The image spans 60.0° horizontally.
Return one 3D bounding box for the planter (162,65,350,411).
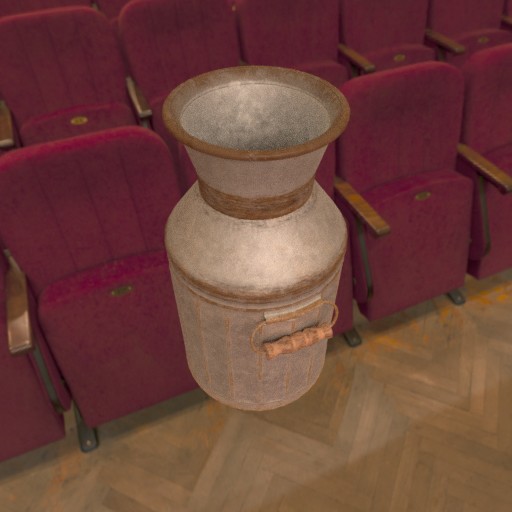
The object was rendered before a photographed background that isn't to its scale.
[{"bbox_3d":[0.000,0.000,0.543,0.214,0.396,0.245,-17,48,-16],"label":"planter"}]
